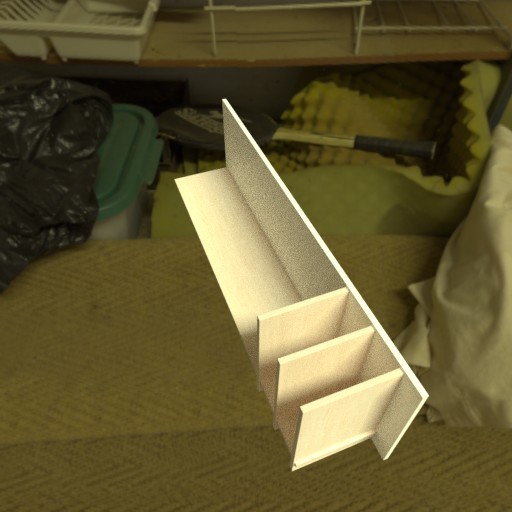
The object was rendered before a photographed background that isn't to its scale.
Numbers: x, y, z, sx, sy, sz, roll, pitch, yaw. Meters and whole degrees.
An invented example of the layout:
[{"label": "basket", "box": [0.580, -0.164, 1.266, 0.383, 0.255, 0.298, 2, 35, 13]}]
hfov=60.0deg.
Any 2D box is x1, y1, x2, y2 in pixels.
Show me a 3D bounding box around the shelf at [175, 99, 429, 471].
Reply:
[{"label": "shelf", "box": [0.000, 0.000, 1.117, 0.200, 0.300, 1.020, -16, 50, -14]}]
